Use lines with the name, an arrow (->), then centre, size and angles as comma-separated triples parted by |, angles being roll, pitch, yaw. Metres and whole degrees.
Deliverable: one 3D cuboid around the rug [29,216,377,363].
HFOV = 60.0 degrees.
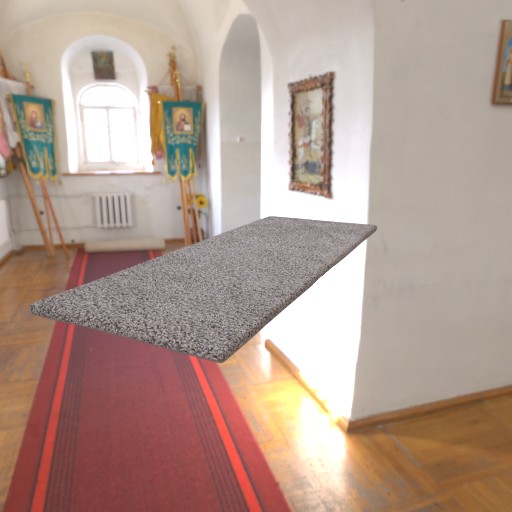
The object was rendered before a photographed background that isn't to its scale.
rug -> 0.000, 0.000, 1.713 | 0.609, 0.030, 1.524 | 8, 17, 26
